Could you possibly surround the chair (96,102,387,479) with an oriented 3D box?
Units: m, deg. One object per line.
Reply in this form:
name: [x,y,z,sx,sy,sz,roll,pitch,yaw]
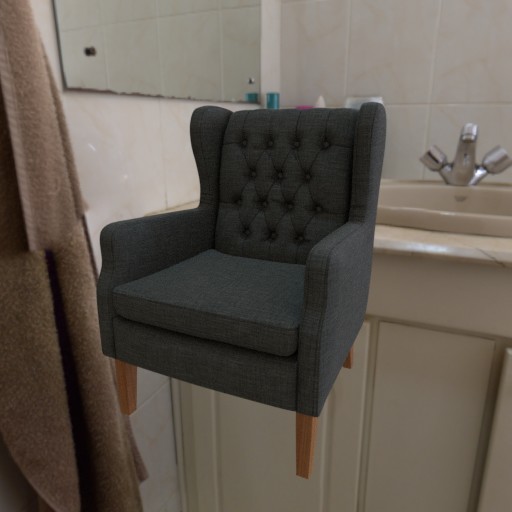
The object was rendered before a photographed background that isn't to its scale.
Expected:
chair: [0.000,0.000,1.440,0.711,0.953,0.775,8,18,25]
